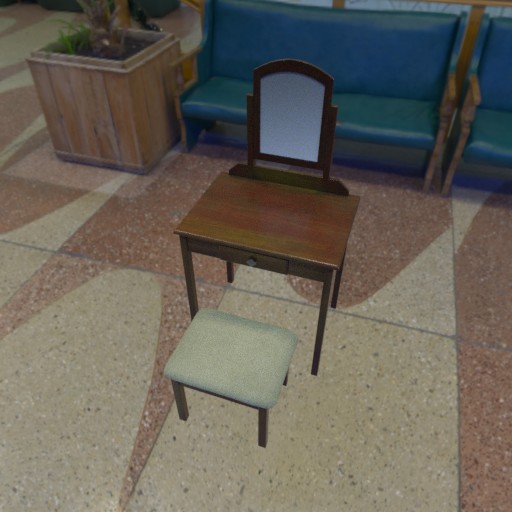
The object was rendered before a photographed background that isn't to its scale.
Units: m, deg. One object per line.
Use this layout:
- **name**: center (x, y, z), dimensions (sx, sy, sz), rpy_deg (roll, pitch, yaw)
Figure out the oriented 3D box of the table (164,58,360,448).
- **table**: center (0.000, 0.000, 2.313), dimensions (0.876, 1.631, 1.211), rpy_deg (13, 43, 14)
